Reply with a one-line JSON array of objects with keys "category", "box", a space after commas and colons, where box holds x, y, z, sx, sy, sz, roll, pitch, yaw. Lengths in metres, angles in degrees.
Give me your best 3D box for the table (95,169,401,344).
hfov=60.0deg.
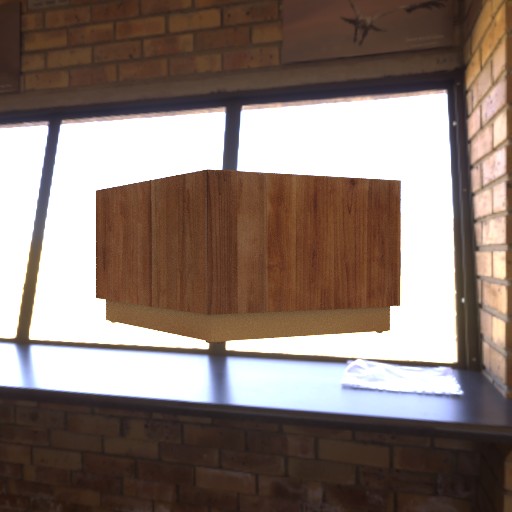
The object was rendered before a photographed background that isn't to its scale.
[{"category": "table", "box": [0.000, 0.000, 1.692, 1.154, 0.456, 1.000, 0, 1, -18]}]
